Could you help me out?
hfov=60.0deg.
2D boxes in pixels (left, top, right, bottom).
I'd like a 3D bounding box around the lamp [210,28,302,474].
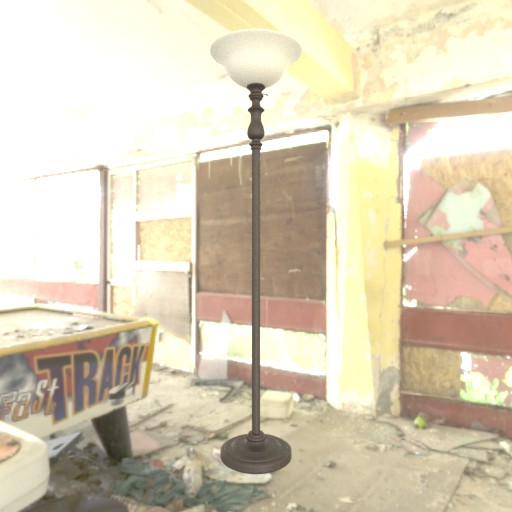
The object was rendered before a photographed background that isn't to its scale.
[{"bbox_3d":[0.000,0.000,1.957,0.405,1.797,0.405,0,1,-36],"label":"lamp"}]
